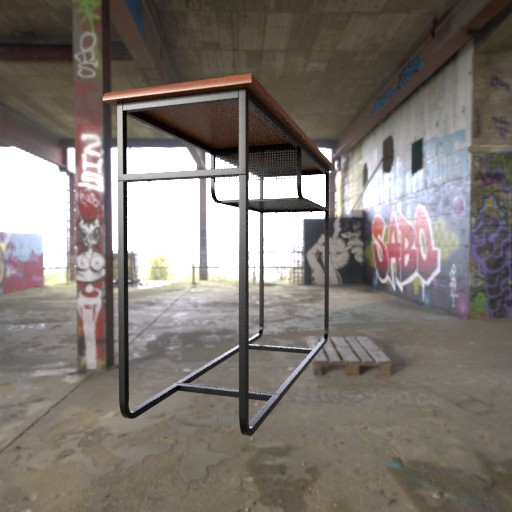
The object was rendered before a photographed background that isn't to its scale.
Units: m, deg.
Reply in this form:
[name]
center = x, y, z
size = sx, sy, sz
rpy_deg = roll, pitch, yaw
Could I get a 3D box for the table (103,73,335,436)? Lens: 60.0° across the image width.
[table]
center = 0.000, 0.000, 1.460
size = 0.350, 0.750, 1.100
rpy_deg = 0, 2, 19
